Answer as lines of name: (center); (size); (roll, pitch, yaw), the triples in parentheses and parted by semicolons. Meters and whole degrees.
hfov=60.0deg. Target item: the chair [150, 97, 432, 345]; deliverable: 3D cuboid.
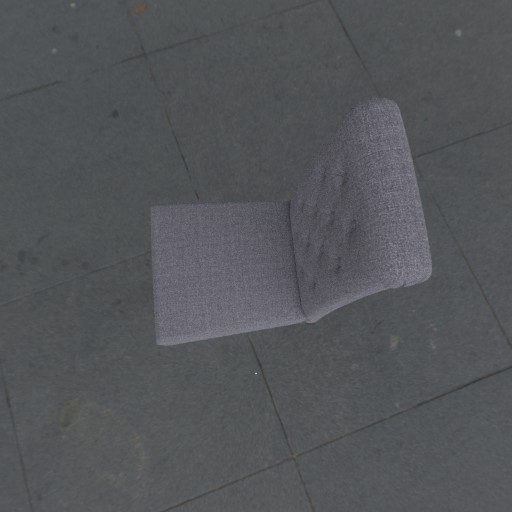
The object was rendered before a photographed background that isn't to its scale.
chair: (0.000, 0.000, 1.358); (0.671, 1.006, 0.456); (-6, 75, -1)
